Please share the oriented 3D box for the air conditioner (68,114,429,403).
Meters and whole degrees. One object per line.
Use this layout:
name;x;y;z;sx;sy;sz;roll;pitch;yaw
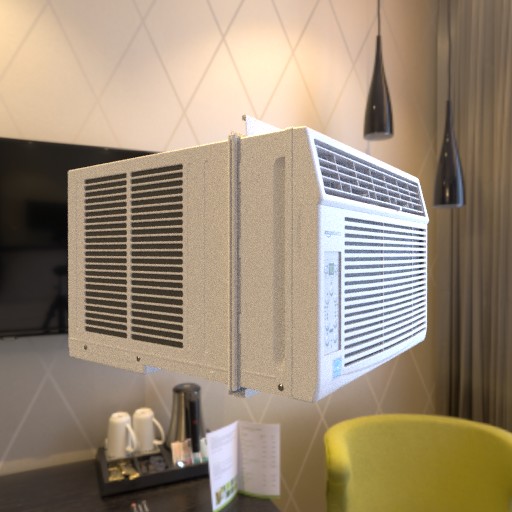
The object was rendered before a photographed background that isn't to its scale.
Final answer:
air conditioner;0.000;0.000;0.886;0.546;0.388;0.503;0;1;36
